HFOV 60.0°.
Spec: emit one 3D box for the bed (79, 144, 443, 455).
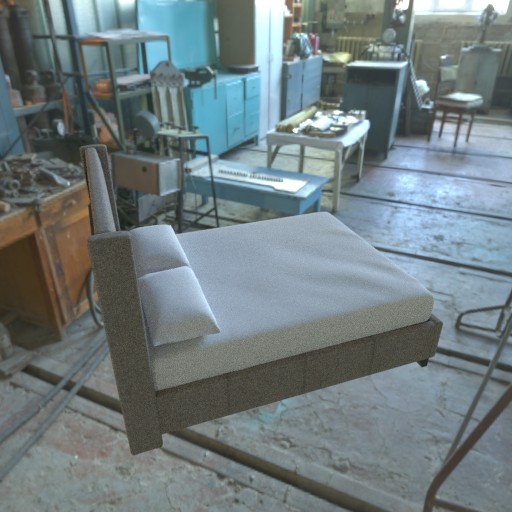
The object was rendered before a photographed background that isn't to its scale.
[{"bbox_3d":[0.000,0.000,3.372,2.245,1.481,1.714,-10,31,-18],"label":"bed"}]
